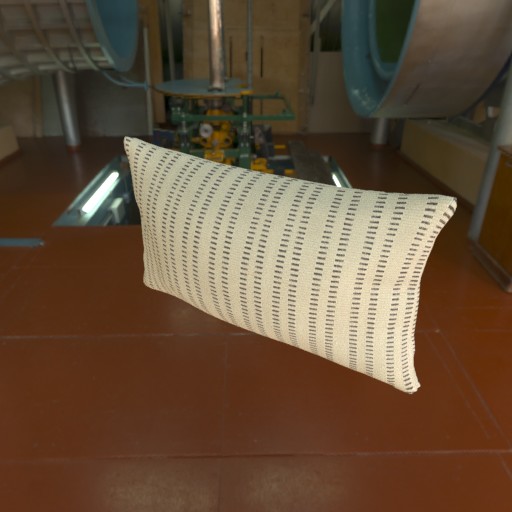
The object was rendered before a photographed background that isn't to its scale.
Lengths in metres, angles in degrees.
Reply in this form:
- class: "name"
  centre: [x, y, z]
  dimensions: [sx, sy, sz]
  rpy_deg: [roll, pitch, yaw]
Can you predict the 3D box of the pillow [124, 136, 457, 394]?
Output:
- class: "pillow"
  centre: [0.000, 0.000, 0.812]
  dimensions: [0.640, 0.353, 0.210]
  rpy_deg: [17, 33, 28]
